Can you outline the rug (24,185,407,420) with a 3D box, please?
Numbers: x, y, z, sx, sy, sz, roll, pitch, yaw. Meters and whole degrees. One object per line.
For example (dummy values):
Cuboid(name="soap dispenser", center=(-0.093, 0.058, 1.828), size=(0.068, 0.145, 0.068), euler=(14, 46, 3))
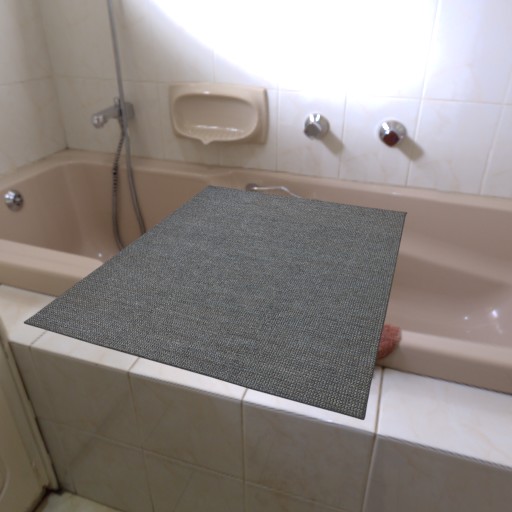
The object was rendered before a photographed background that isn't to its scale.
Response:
Cuboid(name="rug", center=(0.000, 0.000, 4.074), size=(2.456, 0.021, 3.068), euler=(10, 31, 18))
